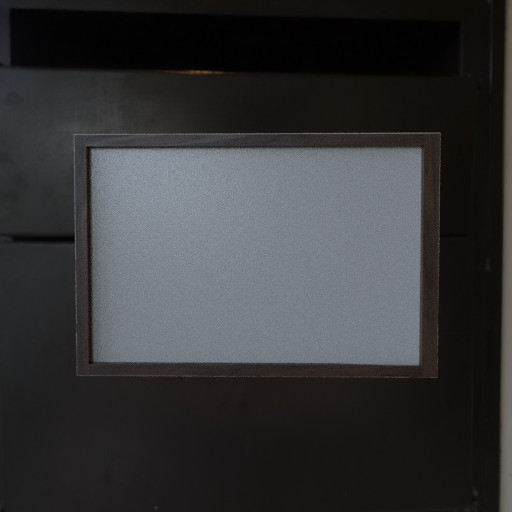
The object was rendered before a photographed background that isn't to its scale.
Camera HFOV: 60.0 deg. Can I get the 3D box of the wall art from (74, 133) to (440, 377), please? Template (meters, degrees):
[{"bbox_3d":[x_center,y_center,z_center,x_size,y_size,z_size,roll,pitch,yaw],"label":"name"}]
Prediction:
[{"bbox_3d":[0.000,0.000,1.877,1.520,1.016,0.051,0,2,1],"label":"wall art"}]
